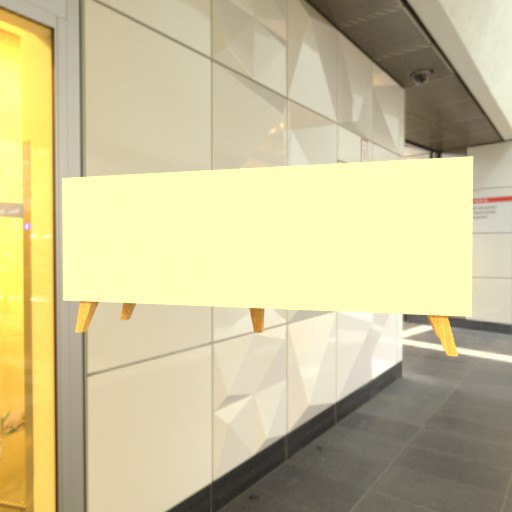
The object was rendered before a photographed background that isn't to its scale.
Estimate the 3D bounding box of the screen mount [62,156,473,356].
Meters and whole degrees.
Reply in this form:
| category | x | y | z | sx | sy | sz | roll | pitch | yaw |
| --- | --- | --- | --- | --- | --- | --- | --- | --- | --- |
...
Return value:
| category | x | y | z | sx | sy | sz | roll | pitch | yaw |
| --- | --- | --- | --- | --- | --- | --- | --- | --- | --- |
| screen mount | 0.000 | 0.000 | 1.752 | 1.490 | 0.619 | 0.400 | 0 | 1 | 16 |
